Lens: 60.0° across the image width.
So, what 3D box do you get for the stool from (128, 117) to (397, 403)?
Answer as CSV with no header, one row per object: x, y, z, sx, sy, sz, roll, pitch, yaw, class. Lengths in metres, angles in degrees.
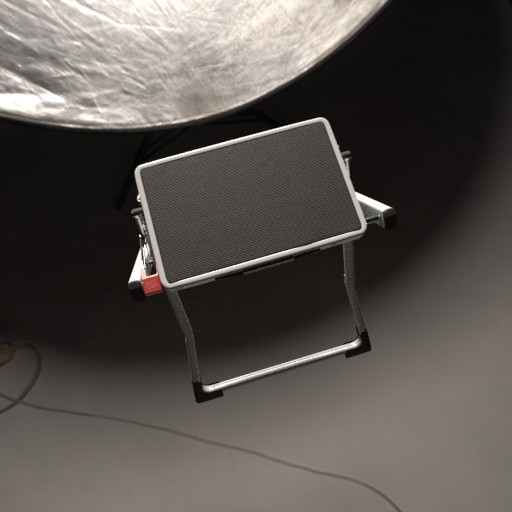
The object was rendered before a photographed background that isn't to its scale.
0.000,0.000,0.873,0.485,0.445,0.490,-16,76,-4,stool
